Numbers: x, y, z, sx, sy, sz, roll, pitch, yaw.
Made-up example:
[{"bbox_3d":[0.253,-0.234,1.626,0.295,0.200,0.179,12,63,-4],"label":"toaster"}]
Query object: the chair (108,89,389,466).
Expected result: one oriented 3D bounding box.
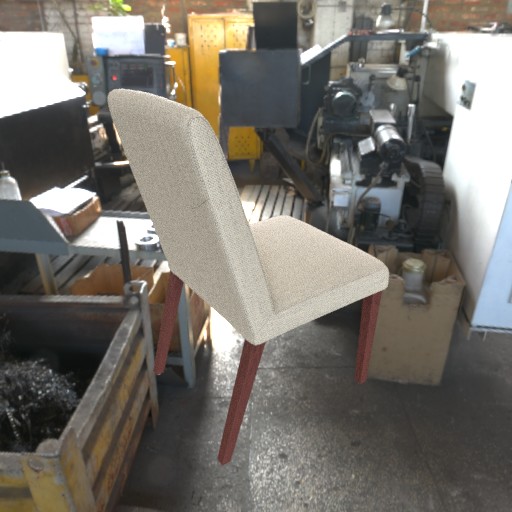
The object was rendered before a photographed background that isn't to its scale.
[{"bbox_3d":[0.000,0.000,1.242,0.594,0.900,0.480,-18,32,-31],"label":"chair"}]
